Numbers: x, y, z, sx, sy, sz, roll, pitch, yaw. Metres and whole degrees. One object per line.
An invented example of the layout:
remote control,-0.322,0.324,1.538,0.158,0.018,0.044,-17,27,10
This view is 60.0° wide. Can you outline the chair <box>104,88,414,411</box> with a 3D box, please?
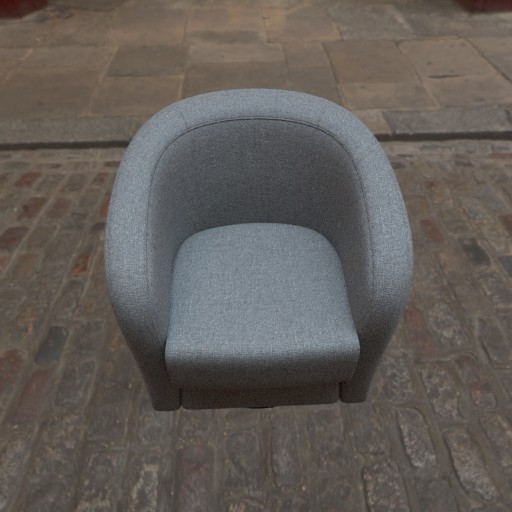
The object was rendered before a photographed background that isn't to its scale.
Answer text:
chair,0.000,0.000,1.430,0.791,0.771,0.815,-2,45,-2
